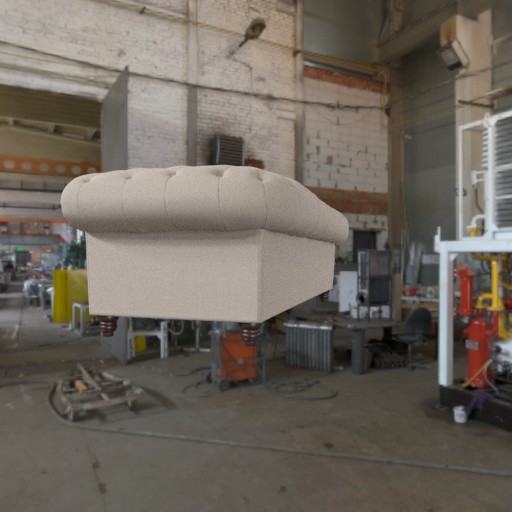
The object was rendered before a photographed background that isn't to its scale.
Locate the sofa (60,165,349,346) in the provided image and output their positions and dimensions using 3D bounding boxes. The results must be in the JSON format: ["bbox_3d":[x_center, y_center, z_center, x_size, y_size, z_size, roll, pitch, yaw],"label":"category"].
[{"bbox_3d":[0.000,0.000,2.832,0.991,0.749,2.411,0,0,18],"label":"sofa"}]
